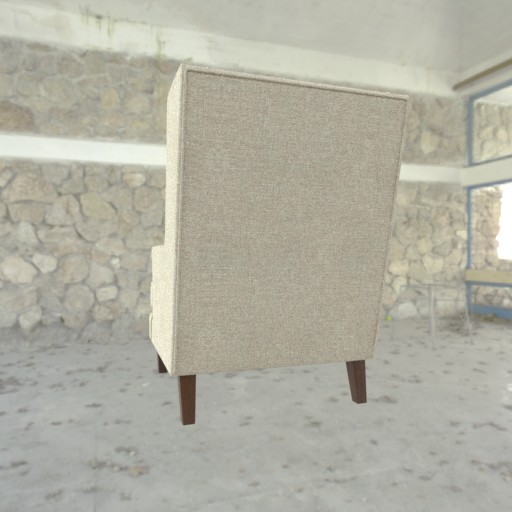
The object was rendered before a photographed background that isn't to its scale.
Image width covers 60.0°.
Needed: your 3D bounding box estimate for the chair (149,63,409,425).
[{"bbox_3d":[0.000,0.000,1.776,0.764,1.082,0.948,0,0,-19],"label":"chair"}]
